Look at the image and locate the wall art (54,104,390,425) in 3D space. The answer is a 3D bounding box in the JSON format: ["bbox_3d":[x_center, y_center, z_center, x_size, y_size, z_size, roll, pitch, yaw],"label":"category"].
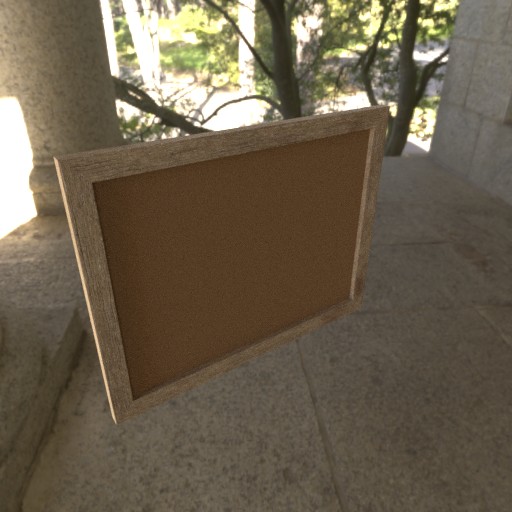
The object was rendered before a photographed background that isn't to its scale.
[{"bbox_3d":[0.000,0.000,0.928,0.690,0.535,0.026,-19,34,-30],"label":"wall art"}]
